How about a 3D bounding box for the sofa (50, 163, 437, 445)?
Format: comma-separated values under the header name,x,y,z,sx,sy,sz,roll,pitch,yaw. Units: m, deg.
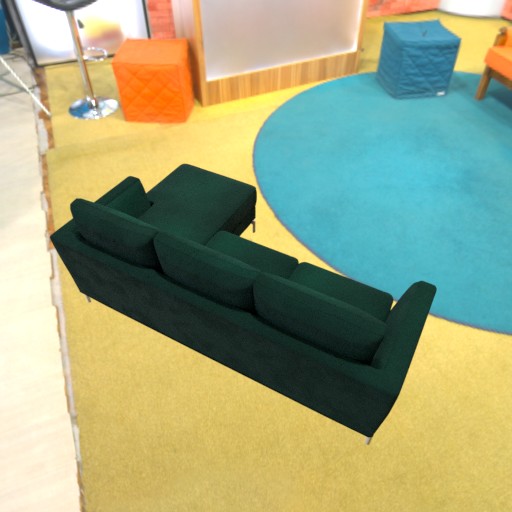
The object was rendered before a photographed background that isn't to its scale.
name,x,y,z,sx,sy,sz,roll,pitch,yaw
sofa,0.000,0.000,3.239,2.441,1.007,1.489,21,49,20
